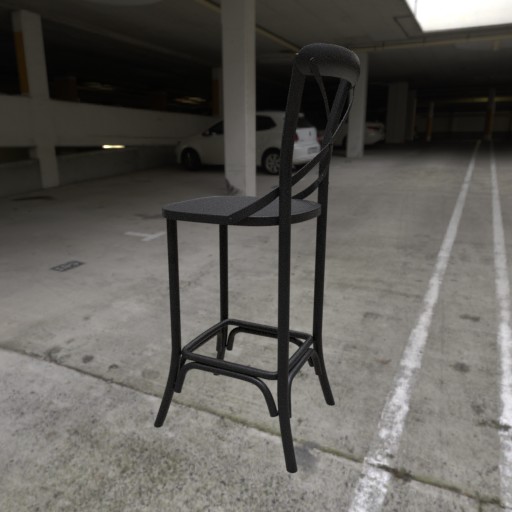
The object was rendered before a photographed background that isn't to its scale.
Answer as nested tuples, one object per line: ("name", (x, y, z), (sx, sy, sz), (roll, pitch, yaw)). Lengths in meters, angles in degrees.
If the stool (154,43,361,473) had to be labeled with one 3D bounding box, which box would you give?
("stool", (0.000, 0.000, 1.429), (0.584, 1.168, 0.457), (7, 16, 25))
